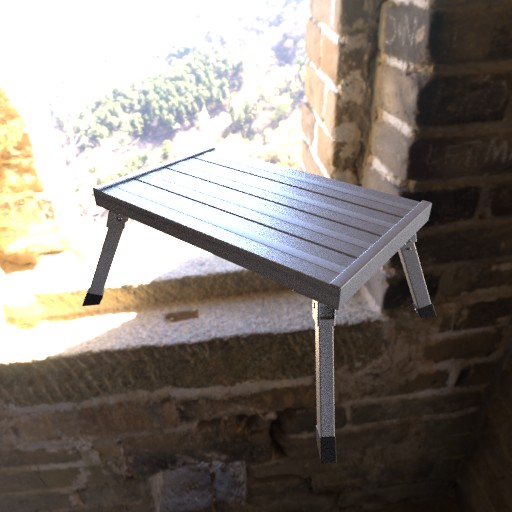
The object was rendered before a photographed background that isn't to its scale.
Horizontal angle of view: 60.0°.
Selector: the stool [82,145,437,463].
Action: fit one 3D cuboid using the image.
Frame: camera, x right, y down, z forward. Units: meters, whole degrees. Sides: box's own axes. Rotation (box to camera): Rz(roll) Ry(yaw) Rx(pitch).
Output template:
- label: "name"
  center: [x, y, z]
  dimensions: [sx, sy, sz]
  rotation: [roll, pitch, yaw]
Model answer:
- label: "stool"
  center: [0.000, 0.000, 0.751]
  dimensions: [0.535, 0.225, 0.385]
  rotation: [22, 38, 32]
